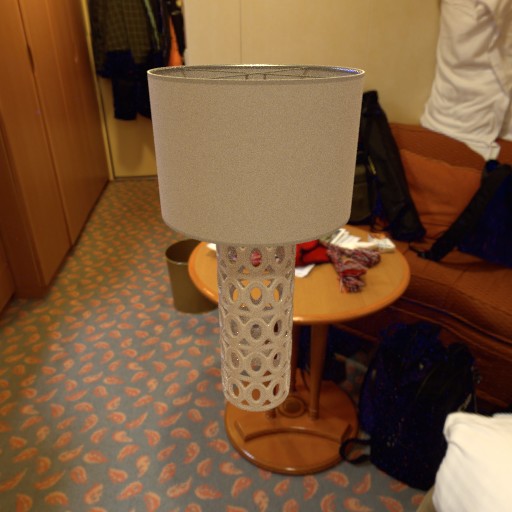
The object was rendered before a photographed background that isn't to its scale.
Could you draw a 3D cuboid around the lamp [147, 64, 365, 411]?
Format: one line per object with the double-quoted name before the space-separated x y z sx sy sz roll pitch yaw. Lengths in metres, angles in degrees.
"lamp" 0.000 0.000 0.821 0.324 0.636 0.325 18 32 32
